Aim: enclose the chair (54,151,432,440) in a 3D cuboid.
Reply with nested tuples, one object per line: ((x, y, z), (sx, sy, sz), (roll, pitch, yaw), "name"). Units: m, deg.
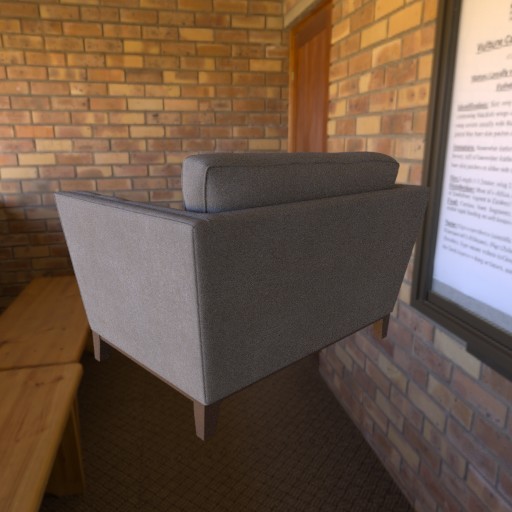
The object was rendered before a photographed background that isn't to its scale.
((0.000, 0.000, 2.030), (1.396, 0.942, 0.965), (-14, 20, -42), "chair")
